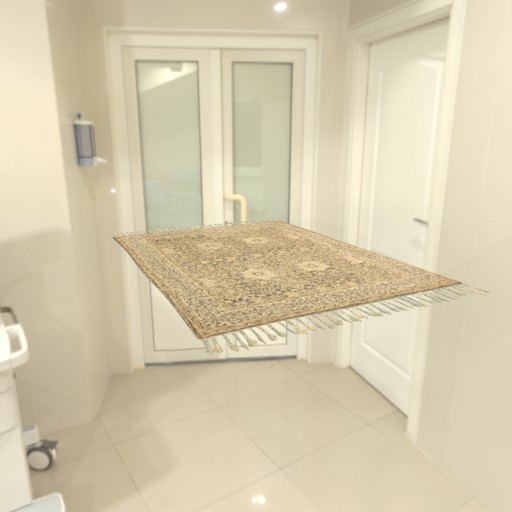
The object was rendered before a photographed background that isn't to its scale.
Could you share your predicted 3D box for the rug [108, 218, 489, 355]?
[{"bbox_3d":[0.000,0.000,3.091,1.619,0.023,2.465,-8,17,-26],"label":"rug"}]
